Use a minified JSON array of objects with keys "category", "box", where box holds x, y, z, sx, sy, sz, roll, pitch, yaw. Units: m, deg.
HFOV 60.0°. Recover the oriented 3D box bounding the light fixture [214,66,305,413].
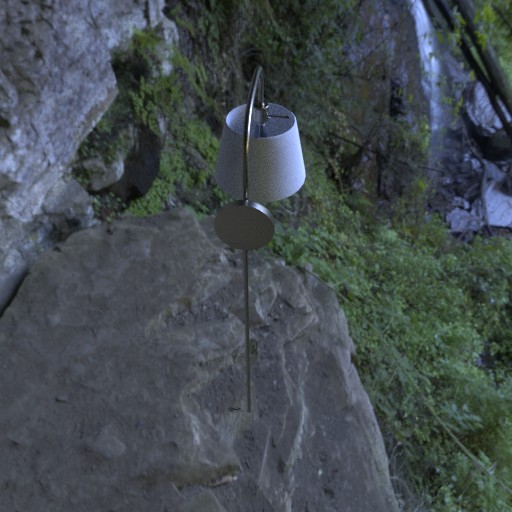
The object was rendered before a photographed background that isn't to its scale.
[{"category":"light fixture","box":[0.000,0.000,0.480,0.092,0.399,0.176,4,47,4]}]
